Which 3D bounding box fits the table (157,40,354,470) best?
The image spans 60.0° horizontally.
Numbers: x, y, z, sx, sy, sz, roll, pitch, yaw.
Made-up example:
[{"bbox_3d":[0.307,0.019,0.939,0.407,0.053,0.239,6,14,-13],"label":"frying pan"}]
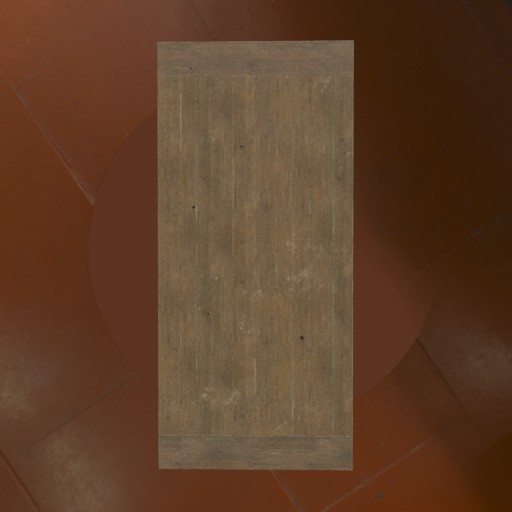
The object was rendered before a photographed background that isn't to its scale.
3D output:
[{"bbox_3d":[0.000,0.000,2.095,0.820,0.465,1.800,0,91,1],"label":"table"}]
